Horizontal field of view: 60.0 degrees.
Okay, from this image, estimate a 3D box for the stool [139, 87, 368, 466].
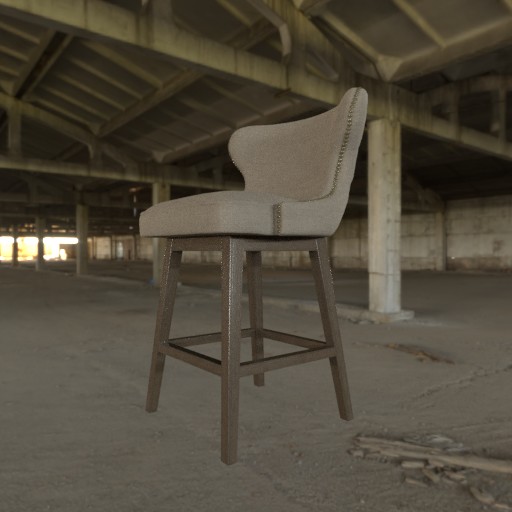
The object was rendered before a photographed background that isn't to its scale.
[{"bbox_3d":[0.000,0.000,1.369,0.597,0.972,0.615,-1,1,-38],"label":"stool"}]
